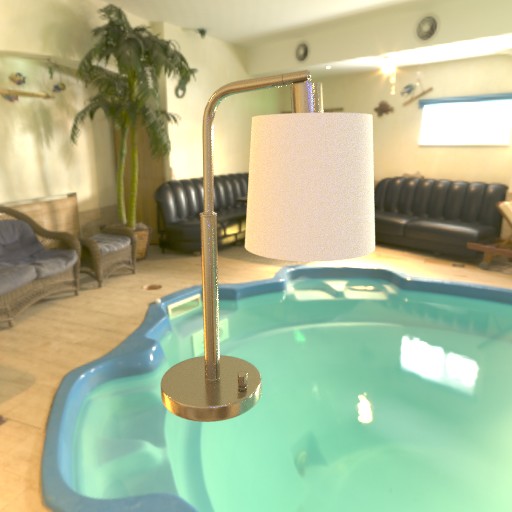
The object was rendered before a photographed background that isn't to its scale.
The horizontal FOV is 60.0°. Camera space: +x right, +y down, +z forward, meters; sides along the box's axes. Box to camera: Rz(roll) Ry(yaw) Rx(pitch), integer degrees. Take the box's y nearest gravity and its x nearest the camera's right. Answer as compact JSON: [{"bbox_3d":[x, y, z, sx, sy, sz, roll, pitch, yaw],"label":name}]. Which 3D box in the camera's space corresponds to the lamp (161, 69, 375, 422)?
[{"bbox_3d":[0.000,0.000,0.637,0.333,0.489,0.171,8,16,28],"label":"lamp"}]
